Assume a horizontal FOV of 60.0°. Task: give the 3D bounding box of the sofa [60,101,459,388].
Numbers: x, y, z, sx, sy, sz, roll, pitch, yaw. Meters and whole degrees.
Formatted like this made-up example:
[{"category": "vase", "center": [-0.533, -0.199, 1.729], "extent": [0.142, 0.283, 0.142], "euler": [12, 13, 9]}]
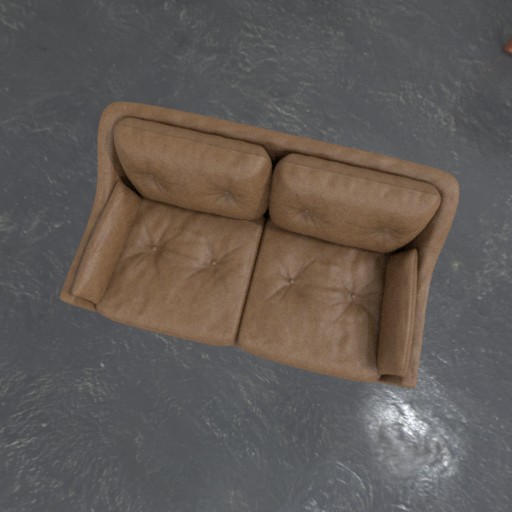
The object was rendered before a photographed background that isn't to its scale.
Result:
[{"category": "sofa", "center": [0.000, 0.000, 2.264], "extent": [1.731, 0.886, 0.981], "euler": [13, 76, 3]}]
